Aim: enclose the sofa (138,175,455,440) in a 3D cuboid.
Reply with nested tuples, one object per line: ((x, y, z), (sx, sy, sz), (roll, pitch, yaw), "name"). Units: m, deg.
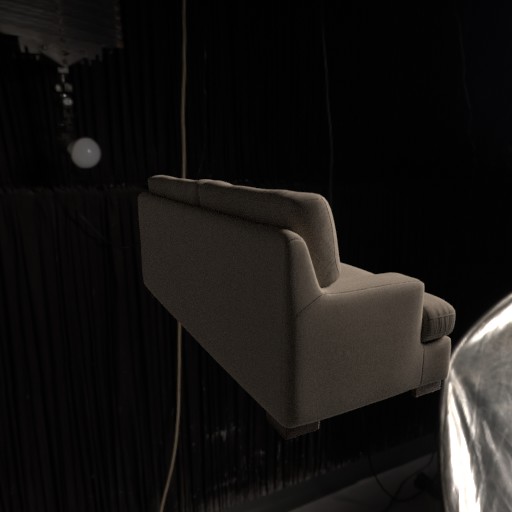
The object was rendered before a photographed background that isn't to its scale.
((0.000, 0.000, 2.851), (0.962, 0.980, 2.354), (-6, 14, -27), "sofa")
